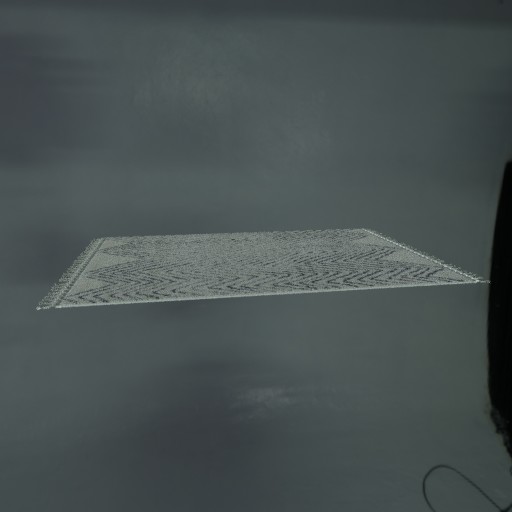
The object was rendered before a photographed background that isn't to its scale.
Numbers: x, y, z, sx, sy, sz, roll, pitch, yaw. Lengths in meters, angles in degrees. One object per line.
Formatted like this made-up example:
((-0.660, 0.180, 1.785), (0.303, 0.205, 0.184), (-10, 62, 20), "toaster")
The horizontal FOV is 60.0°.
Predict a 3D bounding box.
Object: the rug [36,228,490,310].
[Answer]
((0.000, 0.000, 2.321), (1.847, 0.014, 1.230), (-3, 14, -10), "rug")
